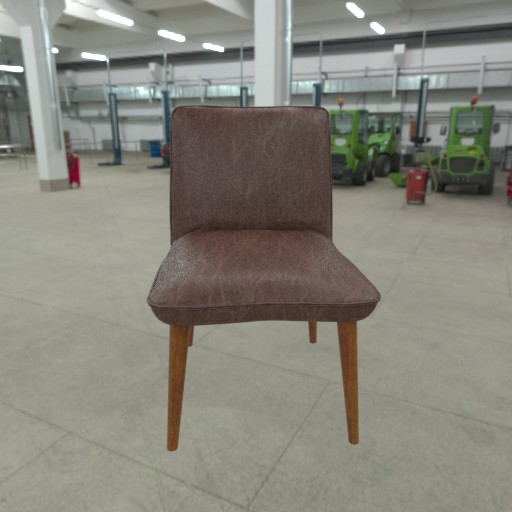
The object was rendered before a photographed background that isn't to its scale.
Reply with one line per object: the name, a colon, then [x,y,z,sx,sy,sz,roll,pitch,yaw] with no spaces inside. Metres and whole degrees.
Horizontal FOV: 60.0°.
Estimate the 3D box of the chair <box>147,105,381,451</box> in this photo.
chair: [0.000,0.000,1.210,0.543,0.803,0.645,-2,16,-8]
